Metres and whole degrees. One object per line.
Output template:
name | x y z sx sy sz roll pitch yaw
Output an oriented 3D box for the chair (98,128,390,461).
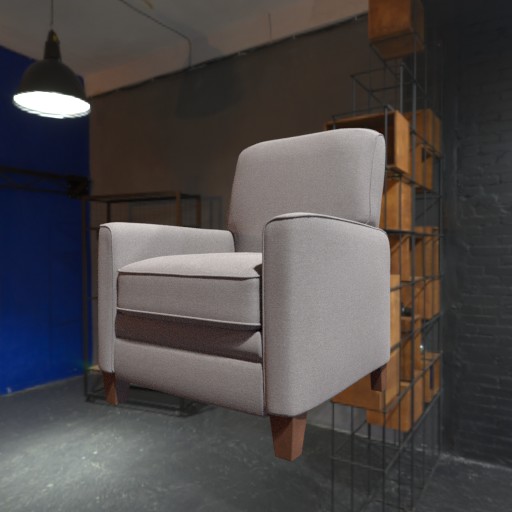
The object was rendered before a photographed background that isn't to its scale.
chair | 0.000 0.000 1.635 0.845 1.023 0.859 1 1 35
